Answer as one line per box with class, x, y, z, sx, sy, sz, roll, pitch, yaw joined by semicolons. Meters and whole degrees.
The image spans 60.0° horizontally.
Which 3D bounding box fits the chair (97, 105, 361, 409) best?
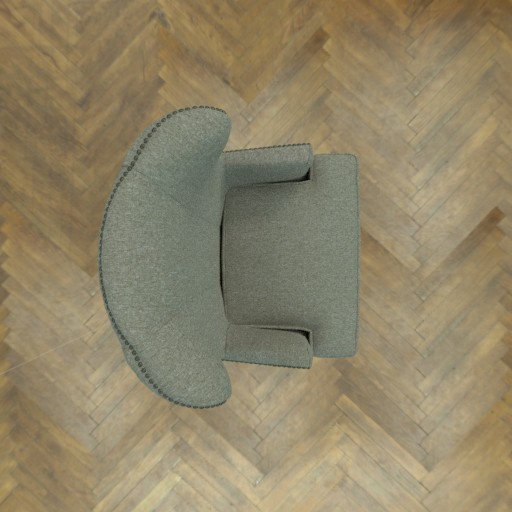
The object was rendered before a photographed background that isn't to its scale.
chair;0.000;0.000;1.574;0.758;1.060;0.759;0;90;1
